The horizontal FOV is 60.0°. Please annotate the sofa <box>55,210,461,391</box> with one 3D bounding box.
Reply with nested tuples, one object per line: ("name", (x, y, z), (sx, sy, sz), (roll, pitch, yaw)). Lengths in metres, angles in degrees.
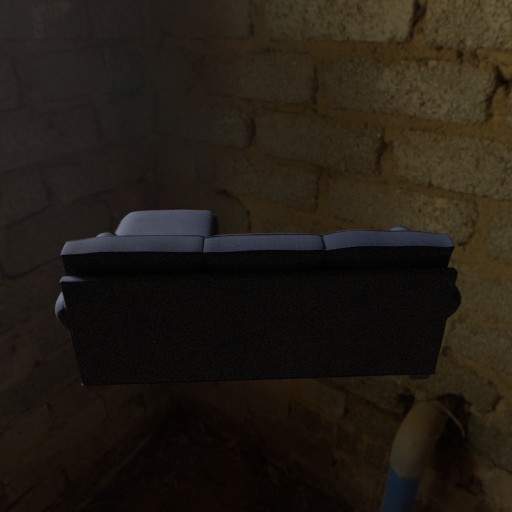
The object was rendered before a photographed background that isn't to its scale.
("sofa", (0.000, 0.000, 3.517), (2.567, 1.063, 1.780), (-1, 29, -2))
